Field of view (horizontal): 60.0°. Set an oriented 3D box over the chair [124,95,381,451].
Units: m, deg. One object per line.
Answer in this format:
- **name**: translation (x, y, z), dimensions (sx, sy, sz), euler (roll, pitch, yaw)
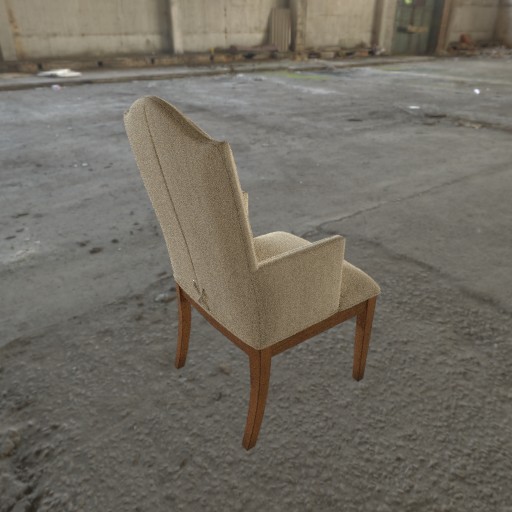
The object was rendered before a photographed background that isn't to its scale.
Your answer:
- **chair**: translation (0.000, 0.000, 1.412), dimensions (0.641, 1.016, 0.533), euler (-19, 33, -32)
